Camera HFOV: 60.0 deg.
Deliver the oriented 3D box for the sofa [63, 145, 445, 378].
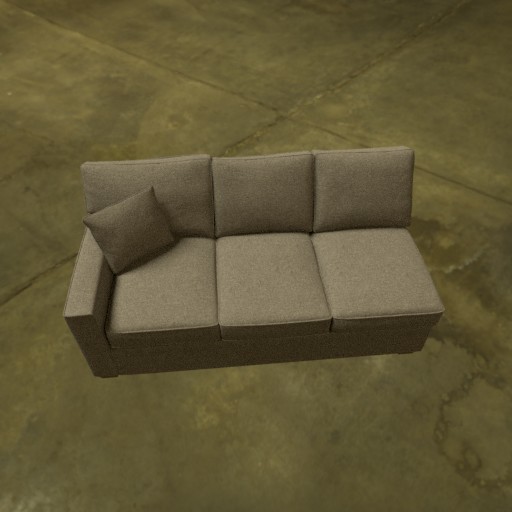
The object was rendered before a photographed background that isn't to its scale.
[{"bbox_3d":[0.000,0.000,2.638,1.963,0.946,1.034,-4,45,-4],"label":"sofa"}]
